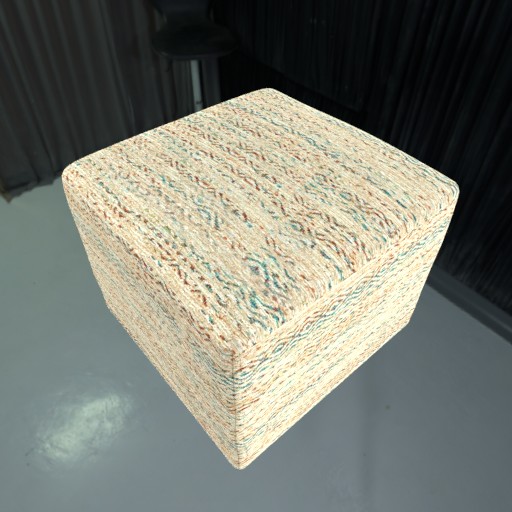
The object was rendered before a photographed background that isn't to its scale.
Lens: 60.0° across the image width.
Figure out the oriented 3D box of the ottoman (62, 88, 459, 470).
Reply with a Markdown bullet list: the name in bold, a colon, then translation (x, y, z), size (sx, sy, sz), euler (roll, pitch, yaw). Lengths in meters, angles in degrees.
- **ottoman**: translation (0.000, 0.000, 0.905), size (0.521, 0.453, 0.512), euler (-31, 53, -27)
